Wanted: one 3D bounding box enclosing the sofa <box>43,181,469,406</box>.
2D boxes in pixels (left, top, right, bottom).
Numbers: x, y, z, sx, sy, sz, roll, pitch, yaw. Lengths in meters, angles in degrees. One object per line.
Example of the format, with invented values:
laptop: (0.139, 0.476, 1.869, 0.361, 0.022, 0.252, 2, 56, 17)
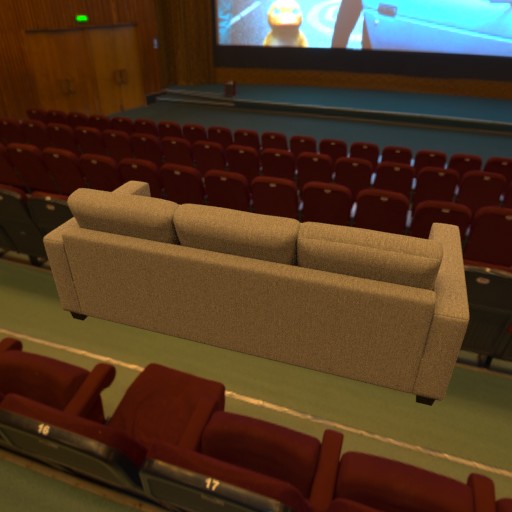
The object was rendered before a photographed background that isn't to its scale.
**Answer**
sofa: (0.000, 0.000, 2.504, 2.120, 0.800, 0.900, 10, 33, 16)
